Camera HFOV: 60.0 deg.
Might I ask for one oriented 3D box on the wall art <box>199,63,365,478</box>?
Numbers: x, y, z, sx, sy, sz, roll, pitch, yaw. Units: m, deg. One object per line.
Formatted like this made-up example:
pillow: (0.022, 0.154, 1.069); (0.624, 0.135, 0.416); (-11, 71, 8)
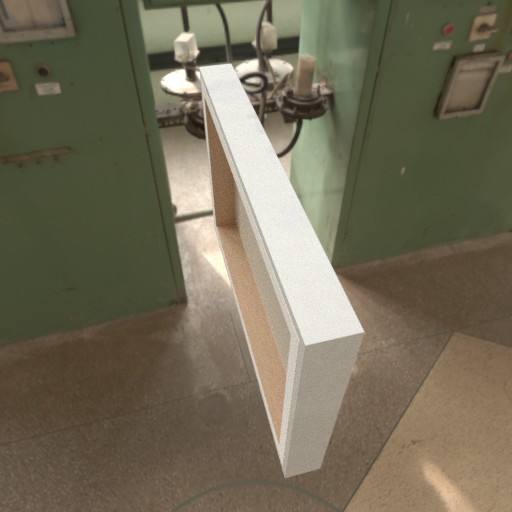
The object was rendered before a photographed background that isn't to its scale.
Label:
wall art: (0.000, 0.000, 0.483); (0.038, 0.254, 0.381); (-11, 48, -10)
